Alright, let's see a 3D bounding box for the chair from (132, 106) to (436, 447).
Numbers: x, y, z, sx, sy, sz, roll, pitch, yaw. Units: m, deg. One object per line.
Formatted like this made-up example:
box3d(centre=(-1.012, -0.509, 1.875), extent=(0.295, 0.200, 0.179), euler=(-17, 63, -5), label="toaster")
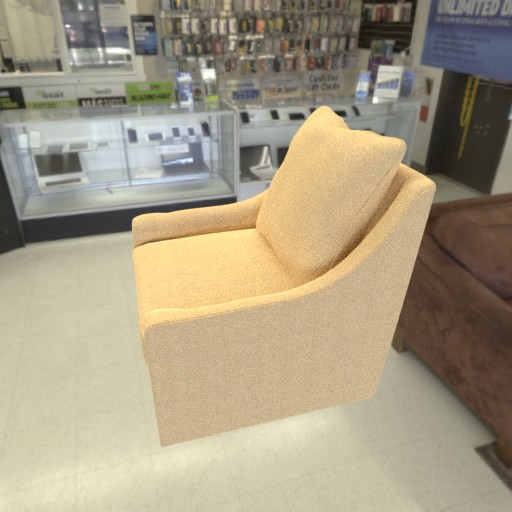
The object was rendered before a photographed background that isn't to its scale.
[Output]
box3d(centre=(0.000, 0.000, 1.617), extent=(0.876, 0.927, 0.760), euler=(-8, 30, -14), label="chair")
